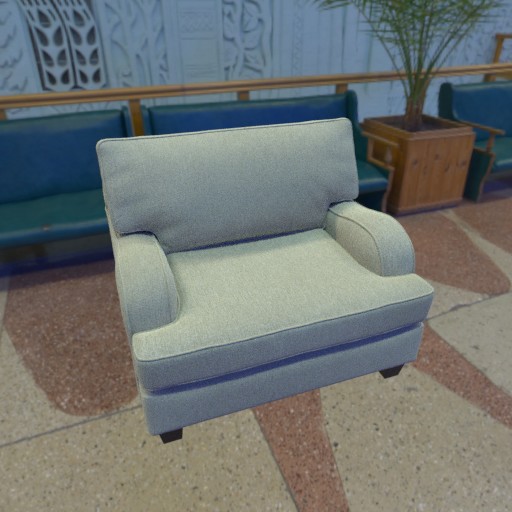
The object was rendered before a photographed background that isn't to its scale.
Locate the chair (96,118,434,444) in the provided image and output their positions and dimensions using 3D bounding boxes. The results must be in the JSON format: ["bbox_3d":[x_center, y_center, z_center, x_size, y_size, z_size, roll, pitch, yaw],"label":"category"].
[{"bbox_3d":[0.000,0.000,2.004,1.220,1.016,1.041,-10,32,-17],"label":"chair"}]
